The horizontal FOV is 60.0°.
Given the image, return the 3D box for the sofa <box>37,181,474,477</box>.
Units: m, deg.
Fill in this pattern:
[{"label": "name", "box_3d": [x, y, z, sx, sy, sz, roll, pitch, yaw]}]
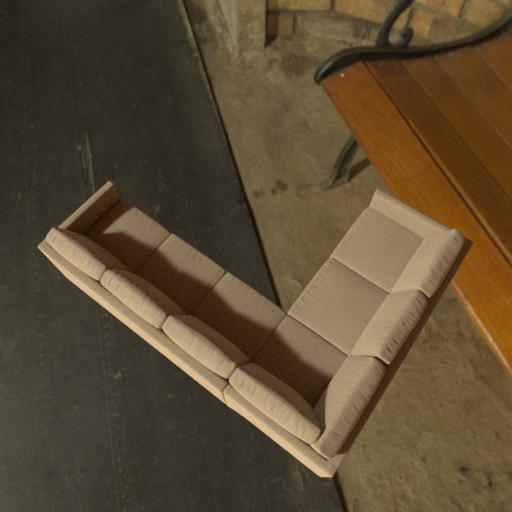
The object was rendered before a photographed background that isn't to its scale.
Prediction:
[{"label": "sofa", "box_3d": [0.000, 0.000, 4.257, 3.182, 0.871, 2.432, 34, 68, 15]}]
